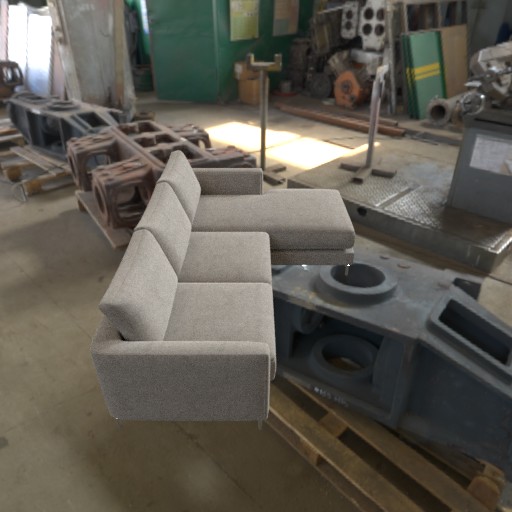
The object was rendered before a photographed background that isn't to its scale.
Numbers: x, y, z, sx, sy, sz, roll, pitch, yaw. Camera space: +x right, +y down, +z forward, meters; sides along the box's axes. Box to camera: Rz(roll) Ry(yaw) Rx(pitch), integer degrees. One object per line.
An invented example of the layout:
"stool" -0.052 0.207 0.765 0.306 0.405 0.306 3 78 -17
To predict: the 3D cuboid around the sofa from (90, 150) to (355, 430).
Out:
"sofa" 0.000 0.000 3.215 1.626 0.864 2.438 0 32 0
